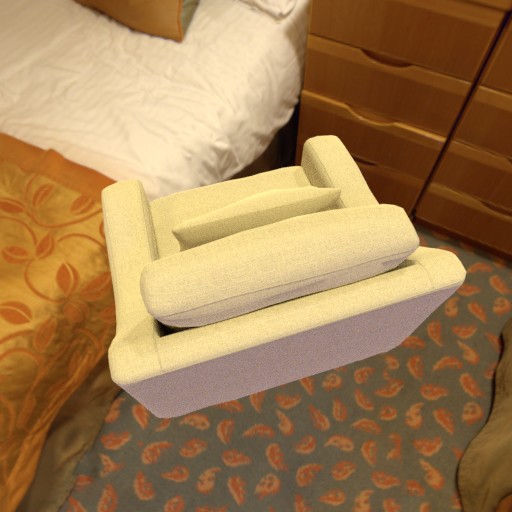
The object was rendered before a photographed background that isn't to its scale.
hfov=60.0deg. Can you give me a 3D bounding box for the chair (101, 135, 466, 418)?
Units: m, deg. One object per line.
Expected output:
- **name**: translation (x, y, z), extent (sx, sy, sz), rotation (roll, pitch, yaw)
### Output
- **chair**: translation (0.000, 0.000, 1.894), extent (1.178, 1.016, 1.009), rotation (-15, 59, -9)
